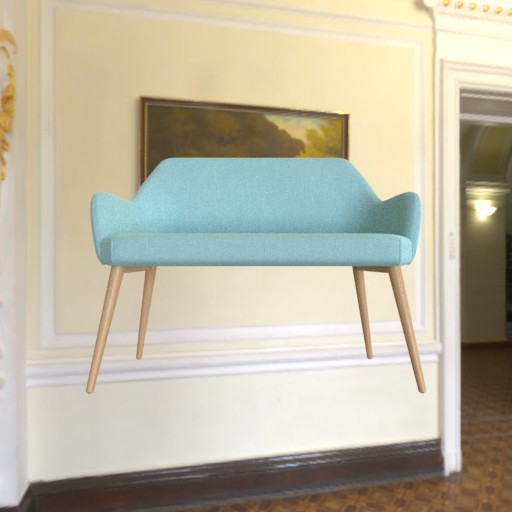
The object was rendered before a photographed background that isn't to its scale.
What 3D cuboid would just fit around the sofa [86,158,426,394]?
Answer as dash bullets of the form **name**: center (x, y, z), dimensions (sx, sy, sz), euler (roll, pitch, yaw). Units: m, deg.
- **sofa**: center (0.000, 0.000, 1.627), dimensions (1.150, 0.840, 0.610), euler (0, 0, 0)
